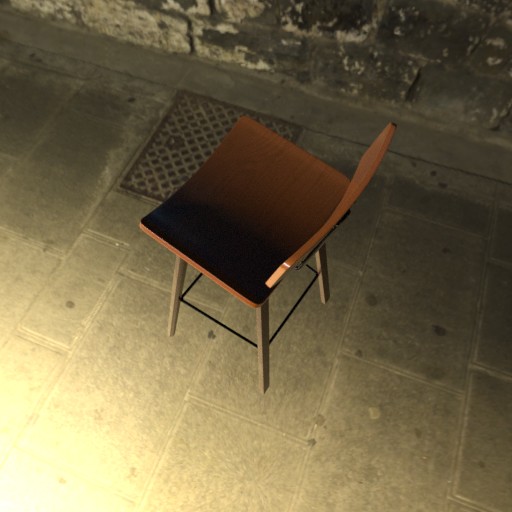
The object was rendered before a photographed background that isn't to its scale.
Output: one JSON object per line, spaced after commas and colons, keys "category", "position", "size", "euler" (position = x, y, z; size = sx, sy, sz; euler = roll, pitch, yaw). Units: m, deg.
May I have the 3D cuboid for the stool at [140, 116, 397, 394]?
{"category": "stool", "position": [0.000, 0.000, 1.239], "size": [0.440, 0.969, 0.509], "euler": [32, 67, 15]}
